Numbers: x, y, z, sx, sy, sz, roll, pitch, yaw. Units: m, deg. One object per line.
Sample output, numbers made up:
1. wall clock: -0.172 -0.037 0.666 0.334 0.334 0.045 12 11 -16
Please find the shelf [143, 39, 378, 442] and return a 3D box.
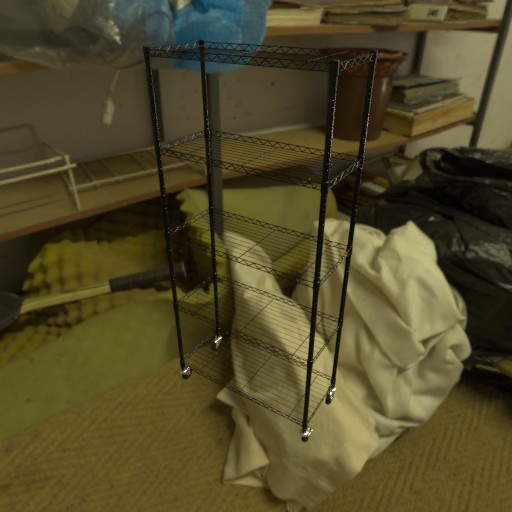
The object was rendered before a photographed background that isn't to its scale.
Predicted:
1. shelf: 0.000 0.000 1.926 0.762 1.645 0.356 18 35 28
